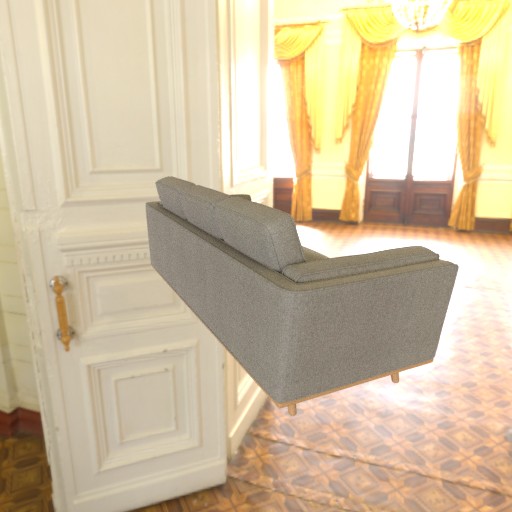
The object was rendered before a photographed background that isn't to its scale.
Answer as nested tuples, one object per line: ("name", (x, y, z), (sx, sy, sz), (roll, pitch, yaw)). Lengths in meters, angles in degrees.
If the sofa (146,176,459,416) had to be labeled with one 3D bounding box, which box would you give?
("sofa", (0.000, 0.000, 2.853), (0.903, 0.899, 2.362), (-8, 18, -25))
